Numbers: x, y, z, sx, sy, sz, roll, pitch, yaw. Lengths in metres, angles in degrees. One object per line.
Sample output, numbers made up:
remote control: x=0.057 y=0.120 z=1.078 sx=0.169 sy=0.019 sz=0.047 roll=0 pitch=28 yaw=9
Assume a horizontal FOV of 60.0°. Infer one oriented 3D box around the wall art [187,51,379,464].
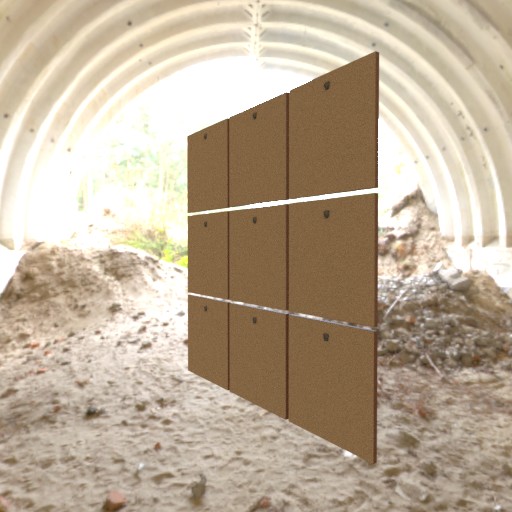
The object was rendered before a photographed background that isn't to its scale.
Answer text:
wall art: x=0.000 y=0.000 z=1.807 sx=0.024 sy=1.218 sz=1.221 roll=-1 pitch=2 yaw=-35
